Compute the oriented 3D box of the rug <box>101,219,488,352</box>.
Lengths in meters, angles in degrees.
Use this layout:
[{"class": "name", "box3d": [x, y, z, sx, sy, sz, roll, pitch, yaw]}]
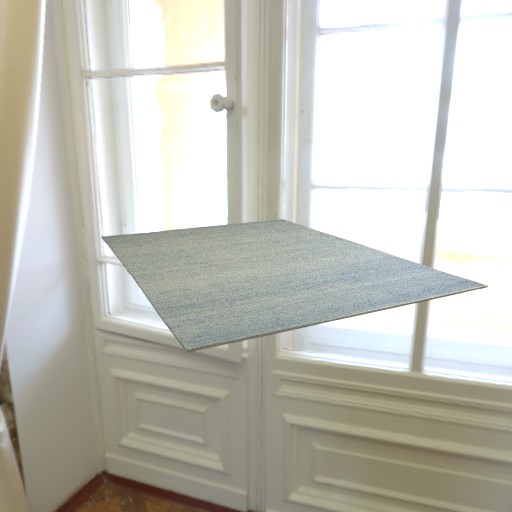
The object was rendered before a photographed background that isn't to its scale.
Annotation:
[{"class": "rug", "box3d": [0.000, 0.000, 4.329, 2.461, 0.046, 3.237, -7, 17, -25]}]
